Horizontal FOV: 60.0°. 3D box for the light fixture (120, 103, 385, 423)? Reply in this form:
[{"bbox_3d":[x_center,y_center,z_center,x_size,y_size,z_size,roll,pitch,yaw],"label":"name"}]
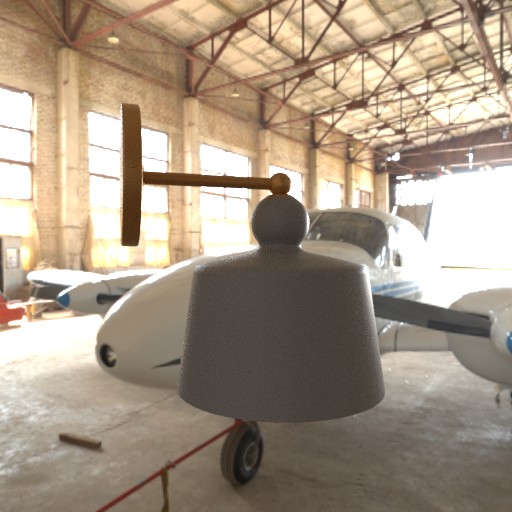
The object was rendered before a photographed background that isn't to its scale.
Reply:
[{"bbox_3d":[0.000,0.000,0.437,0.254,0.268,0.204,0,1,-18],"label":"light fixture"}]
